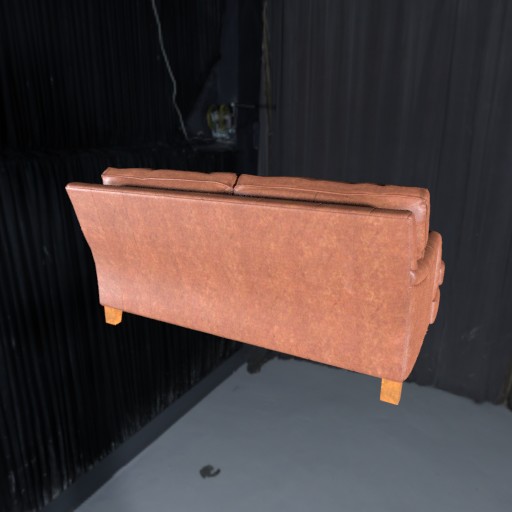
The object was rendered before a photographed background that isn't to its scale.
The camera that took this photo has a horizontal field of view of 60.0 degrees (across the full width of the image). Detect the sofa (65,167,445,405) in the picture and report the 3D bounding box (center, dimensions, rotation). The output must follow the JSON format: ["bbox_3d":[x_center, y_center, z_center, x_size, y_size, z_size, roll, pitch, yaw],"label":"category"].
[{"bbox_3d":[0.000,0.000,2.821,2.144,1.071,1.147,9,19,27],"label":"sofa"}]
